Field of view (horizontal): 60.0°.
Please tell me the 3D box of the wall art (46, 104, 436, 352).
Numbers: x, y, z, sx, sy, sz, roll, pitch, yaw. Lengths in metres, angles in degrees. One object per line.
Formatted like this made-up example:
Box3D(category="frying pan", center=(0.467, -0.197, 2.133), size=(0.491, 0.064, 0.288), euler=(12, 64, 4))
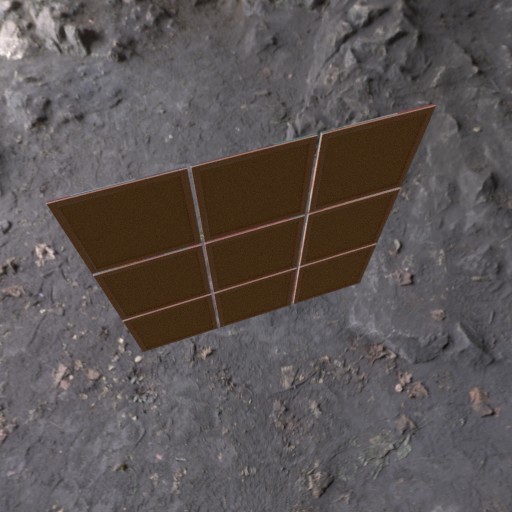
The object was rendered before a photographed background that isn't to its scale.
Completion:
Box3D(category="wall art", center=(0.000, 0.000, 2.296), size=(1.521, 1.519, 0.013), euler=(-16, 60, -10))
